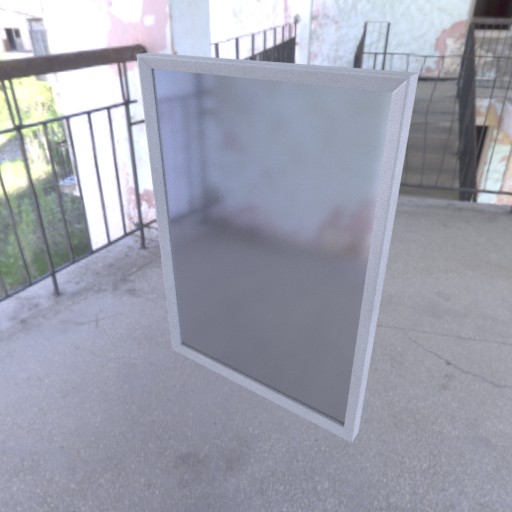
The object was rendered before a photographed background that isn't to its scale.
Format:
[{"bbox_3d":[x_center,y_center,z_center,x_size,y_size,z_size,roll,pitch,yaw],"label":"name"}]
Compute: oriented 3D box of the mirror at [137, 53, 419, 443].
[{"bbox_3d":[0.000,0.000,0.880,0.507,0.710,0.039,19,34,29],"label":"mirror"}]
